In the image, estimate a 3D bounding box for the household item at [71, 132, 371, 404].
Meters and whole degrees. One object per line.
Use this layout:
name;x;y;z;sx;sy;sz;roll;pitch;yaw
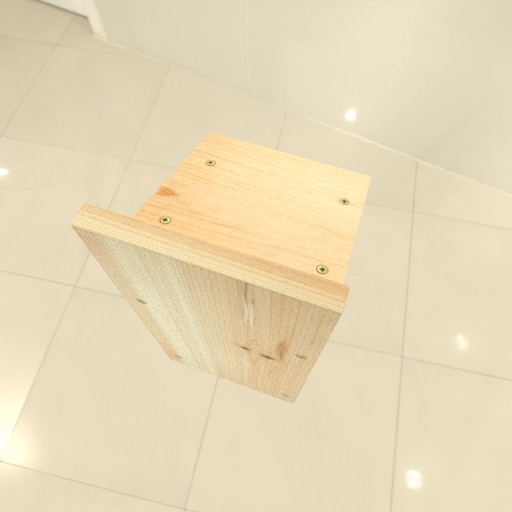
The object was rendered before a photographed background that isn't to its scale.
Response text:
household item;0.000;0.000;0.390;0.149;0.300;0.171;18;65;8
